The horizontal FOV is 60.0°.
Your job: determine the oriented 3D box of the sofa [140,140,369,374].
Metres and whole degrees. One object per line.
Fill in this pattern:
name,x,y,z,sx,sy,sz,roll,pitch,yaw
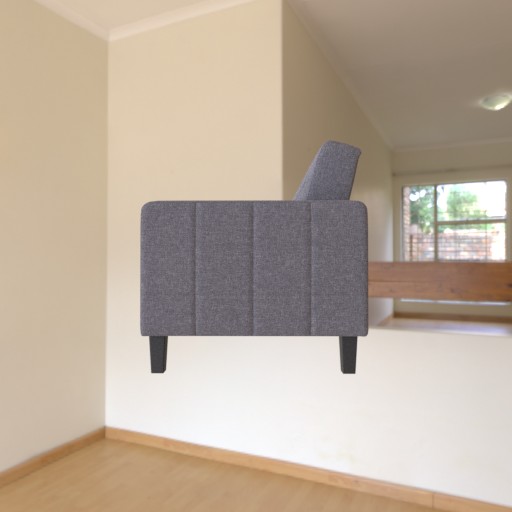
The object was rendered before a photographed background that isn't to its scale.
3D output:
sofa,0.000,0.000,2.527,0.810,0.850,2.040,0,-1,1
